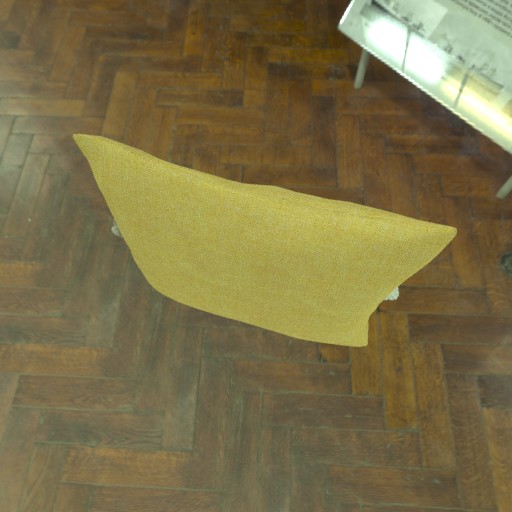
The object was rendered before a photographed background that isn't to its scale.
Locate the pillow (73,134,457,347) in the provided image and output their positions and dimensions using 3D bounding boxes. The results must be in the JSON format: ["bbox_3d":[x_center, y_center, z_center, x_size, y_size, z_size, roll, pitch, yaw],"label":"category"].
[{"bbox_3d":[0.000,0.000,0.732,0.485,0.481,0.167,16,65,7],"label":"pillow"}]
